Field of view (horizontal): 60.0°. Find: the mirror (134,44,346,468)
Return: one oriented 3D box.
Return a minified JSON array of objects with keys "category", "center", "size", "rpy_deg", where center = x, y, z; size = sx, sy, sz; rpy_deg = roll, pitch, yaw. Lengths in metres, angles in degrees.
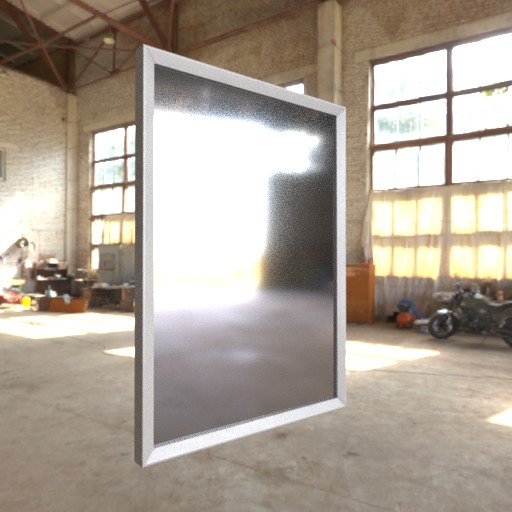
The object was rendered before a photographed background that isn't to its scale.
[{"category":"mirror","center":[0.000,0.000,0.911],"size":[0.507,0.710,0.039],"rpy_deg":[0,-1,-37]}]
